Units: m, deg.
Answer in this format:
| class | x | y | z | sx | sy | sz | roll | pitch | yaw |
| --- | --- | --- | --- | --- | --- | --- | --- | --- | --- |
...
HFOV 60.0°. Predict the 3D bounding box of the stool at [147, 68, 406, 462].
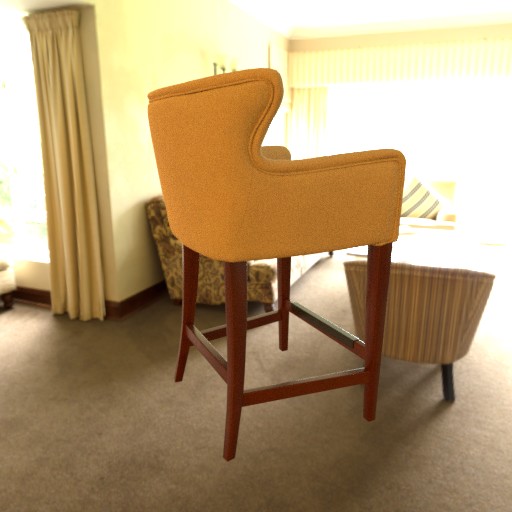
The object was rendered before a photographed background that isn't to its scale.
| class | x | y | z | sx | sy | sz | roll | pitch | yaw |
| --- | --- | --- | --- | --- | --- | --- | --- | --- | --- |
| stool | 0.000 | 0.000 | 1.313 | 0.570 | 0.951 | 0.601 | -8 | 17 | -26 |
